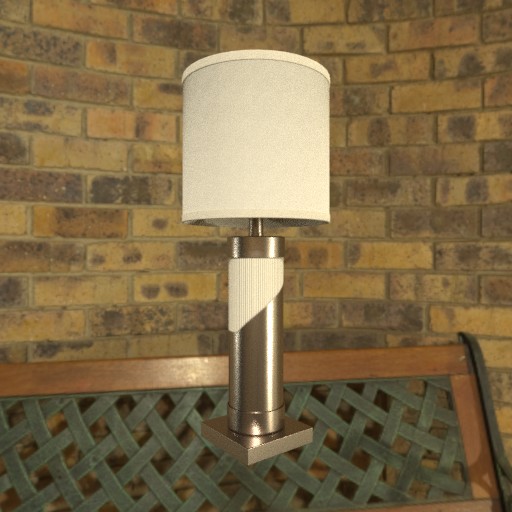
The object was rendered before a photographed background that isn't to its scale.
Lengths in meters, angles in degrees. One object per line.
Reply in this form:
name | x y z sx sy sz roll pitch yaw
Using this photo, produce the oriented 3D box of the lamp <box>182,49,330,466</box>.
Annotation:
lamp | 0.000 0.000 0.614 0.202 0.509 0.202 0 1 -38
